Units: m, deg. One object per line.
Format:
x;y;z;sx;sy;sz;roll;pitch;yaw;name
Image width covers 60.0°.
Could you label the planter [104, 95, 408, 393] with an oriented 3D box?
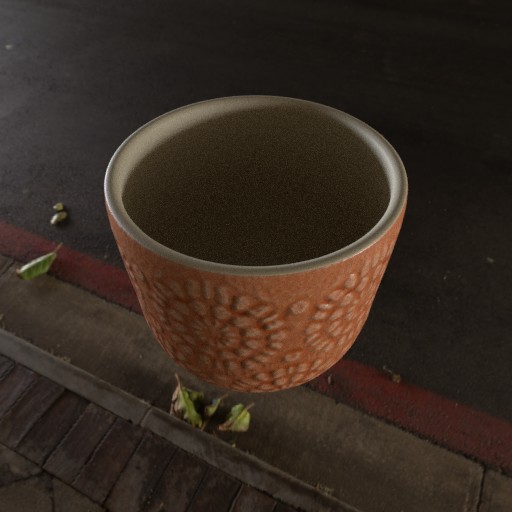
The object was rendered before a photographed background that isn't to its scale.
0.000;0.000;0.221;0.124;0.109;0.124;0;46;0;planter
